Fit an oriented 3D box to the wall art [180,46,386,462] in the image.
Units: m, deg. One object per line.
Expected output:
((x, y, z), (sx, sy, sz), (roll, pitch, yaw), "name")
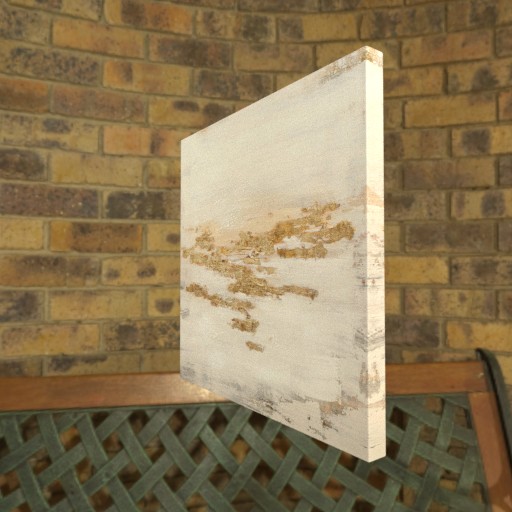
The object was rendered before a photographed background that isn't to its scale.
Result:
((0.000, 0.000, 0.908), (0.040, 0.613, 0.611), (1, -2, -36), "wall art")
